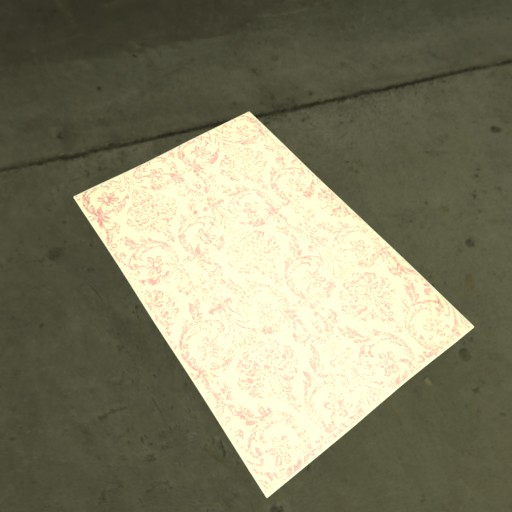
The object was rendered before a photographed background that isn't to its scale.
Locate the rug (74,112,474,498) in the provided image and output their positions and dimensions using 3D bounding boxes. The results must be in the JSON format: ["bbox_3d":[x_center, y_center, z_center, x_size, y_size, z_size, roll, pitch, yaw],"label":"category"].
[{"bbox_3d":[0.000,0.000,3.425,1.819,0.018,2.746,-31,63,-18],"label":"rug"}]
